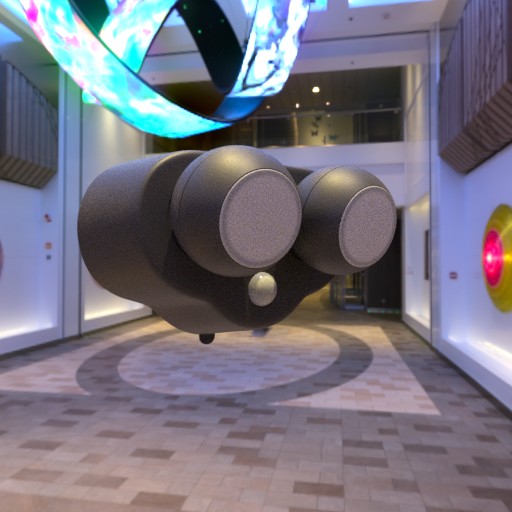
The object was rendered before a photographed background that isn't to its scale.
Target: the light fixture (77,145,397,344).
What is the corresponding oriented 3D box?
[{"bbox_3d":[0.000,0.000,0.345,0.229,0.159,0.159,1,-1,-36],"label":"light fixture"}]
